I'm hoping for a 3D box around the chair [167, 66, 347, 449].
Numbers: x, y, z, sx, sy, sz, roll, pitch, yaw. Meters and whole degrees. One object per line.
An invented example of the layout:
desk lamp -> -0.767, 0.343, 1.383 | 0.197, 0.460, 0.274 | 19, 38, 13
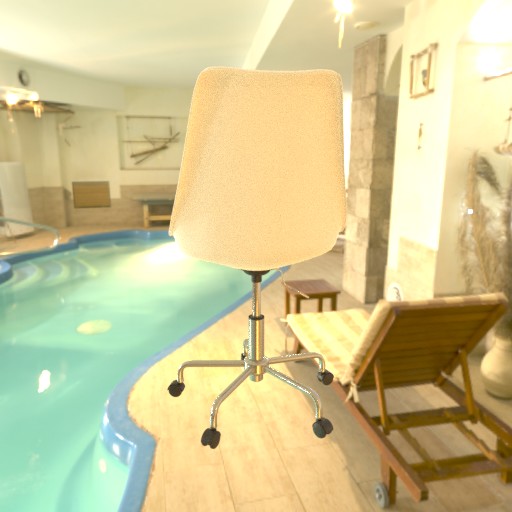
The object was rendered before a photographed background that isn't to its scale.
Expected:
chair -> 0.000, 0.000, 1.284 | 0.550, 0.930, 0.550 | -2, 13, -8
